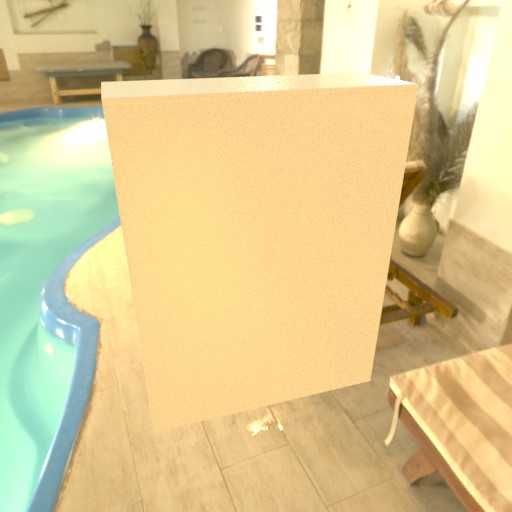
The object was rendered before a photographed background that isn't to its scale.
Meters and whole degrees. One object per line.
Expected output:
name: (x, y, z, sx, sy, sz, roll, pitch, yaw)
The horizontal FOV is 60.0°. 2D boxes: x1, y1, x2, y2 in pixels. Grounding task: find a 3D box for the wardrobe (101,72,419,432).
wardrobe: (0.000, 0.000, 1.633, 0.900, 1.200, 0.360, -8, 29, -15)
